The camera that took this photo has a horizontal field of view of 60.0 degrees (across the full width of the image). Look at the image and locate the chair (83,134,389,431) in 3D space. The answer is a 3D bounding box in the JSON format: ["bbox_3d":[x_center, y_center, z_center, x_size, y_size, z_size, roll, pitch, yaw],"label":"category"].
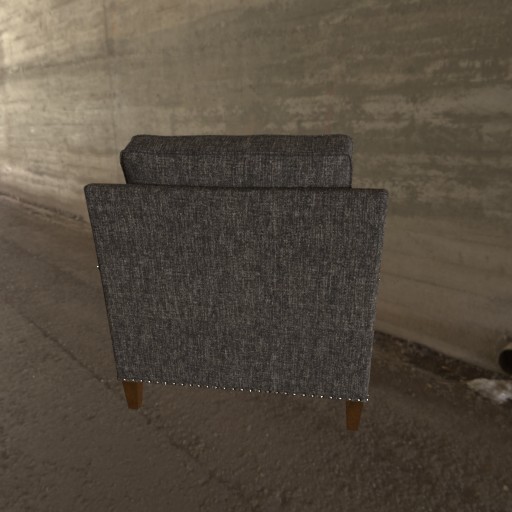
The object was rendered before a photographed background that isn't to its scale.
[{"bbox_3d":[0.000,0.000,1.759,0.853,0.943,1.014,2,16,8],"label":"chair"}]
